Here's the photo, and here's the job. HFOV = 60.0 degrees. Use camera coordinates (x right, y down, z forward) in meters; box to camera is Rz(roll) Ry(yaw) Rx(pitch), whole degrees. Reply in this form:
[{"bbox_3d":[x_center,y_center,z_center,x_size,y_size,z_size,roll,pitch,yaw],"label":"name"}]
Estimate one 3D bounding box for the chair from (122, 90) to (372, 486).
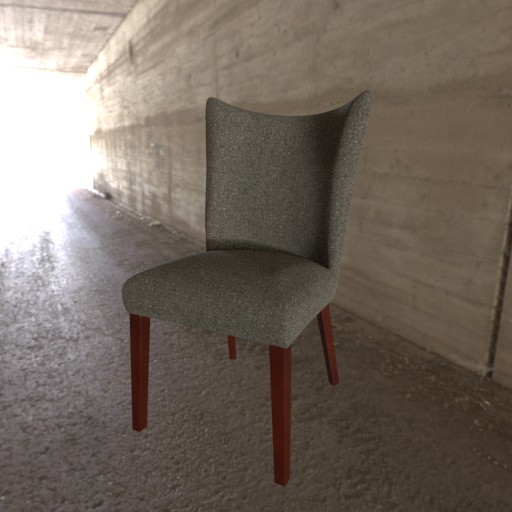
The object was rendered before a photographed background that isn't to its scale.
[{"bbox_3d":[0.000,0.000,1.293,0.535,0.924,0.623,7,16,26],"label":"chair"}]
